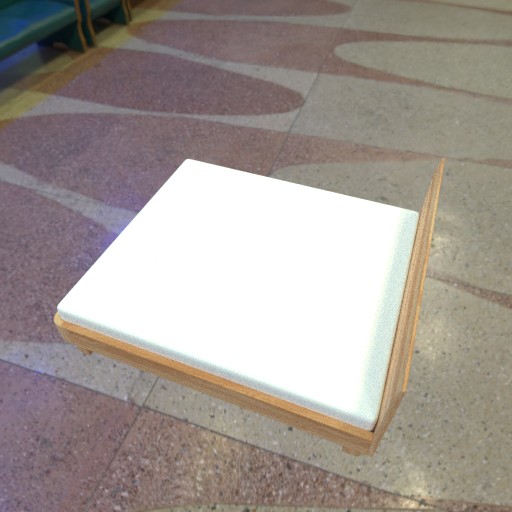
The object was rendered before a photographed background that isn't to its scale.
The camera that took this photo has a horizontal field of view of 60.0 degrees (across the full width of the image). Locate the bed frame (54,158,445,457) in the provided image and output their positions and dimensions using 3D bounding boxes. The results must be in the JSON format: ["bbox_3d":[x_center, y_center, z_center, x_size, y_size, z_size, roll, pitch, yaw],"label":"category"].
[{"bbox_3d":[0.000,0.000,3.077,2.092,0.940,1.872,16,48,15],"label":"bed frame"}]
